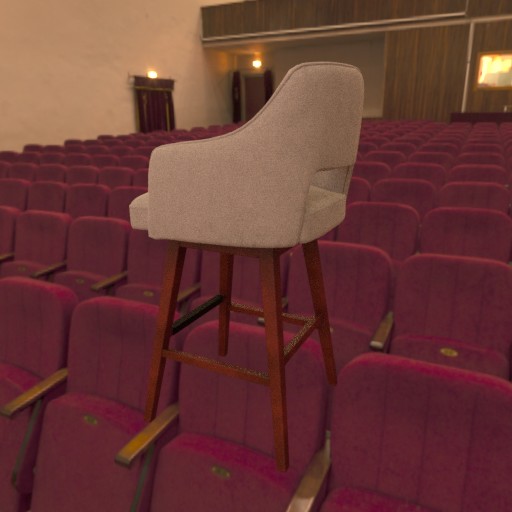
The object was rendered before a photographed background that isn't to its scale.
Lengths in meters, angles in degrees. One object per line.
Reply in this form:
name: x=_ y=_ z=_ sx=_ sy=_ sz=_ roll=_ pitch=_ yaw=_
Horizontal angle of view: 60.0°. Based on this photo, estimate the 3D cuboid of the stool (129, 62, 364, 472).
stool: x=0.000 y=0.000 z=1.312 sx=0.558 sy=1.012 sz=0.548 roll=8 pitch=19 yaw=25
